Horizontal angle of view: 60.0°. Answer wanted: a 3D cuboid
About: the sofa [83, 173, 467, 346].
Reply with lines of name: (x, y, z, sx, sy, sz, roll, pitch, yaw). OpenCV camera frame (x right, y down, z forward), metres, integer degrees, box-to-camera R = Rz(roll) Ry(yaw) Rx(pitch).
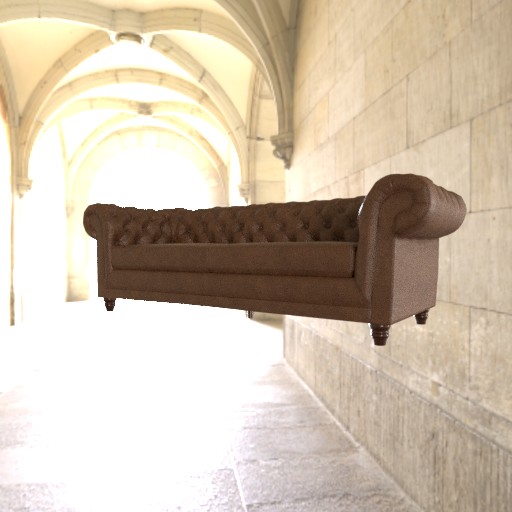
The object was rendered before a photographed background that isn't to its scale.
sofa: (0.000, 0.000, 2.849, 2.385, 0.783, 0.944, 0, 1, 35)
